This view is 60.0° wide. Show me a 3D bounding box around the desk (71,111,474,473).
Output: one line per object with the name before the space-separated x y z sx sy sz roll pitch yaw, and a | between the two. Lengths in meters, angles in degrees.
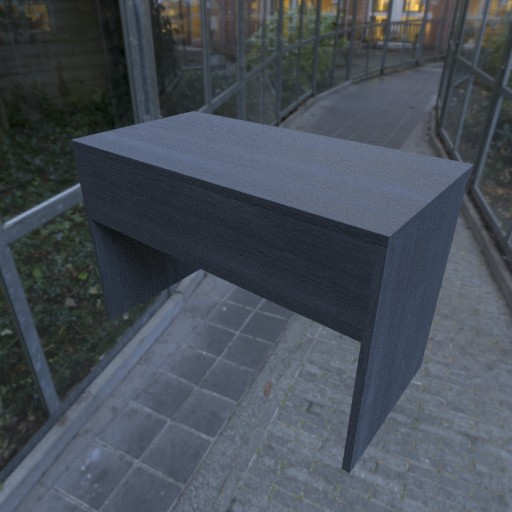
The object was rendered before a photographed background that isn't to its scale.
desk | 0.000 0.000 1.517 1.099 0.729 0.557 22 36 33
